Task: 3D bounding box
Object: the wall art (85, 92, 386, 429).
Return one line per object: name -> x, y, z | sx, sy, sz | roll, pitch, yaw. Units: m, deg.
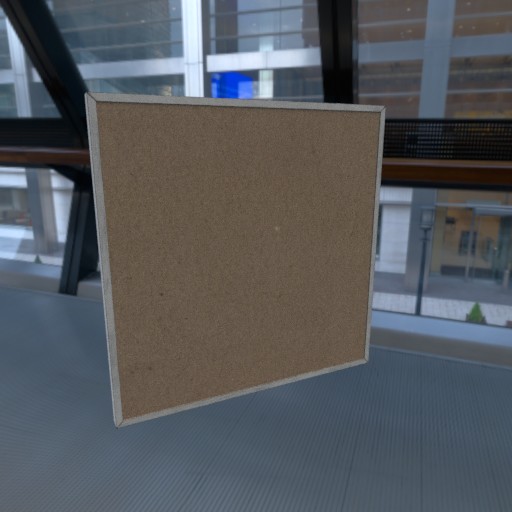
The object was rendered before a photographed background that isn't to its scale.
wall art -> 0.000, 0.000, 1.146 | 0.762, 0.762, 0.038 | -7, 16, -25
